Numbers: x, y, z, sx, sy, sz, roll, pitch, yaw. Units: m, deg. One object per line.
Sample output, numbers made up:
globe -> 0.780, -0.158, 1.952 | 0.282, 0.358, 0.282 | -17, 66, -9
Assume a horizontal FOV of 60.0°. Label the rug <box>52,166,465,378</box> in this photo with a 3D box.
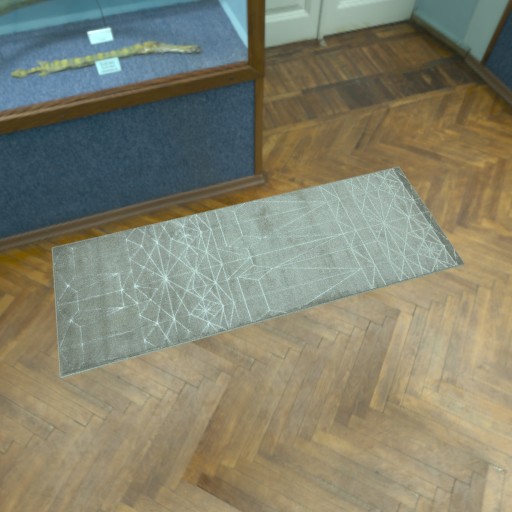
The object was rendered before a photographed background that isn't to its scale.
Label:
rug -> 0.000, 0.000, 2.721 | 2.388, 0.012, 0.864 | -14, 57, -9
